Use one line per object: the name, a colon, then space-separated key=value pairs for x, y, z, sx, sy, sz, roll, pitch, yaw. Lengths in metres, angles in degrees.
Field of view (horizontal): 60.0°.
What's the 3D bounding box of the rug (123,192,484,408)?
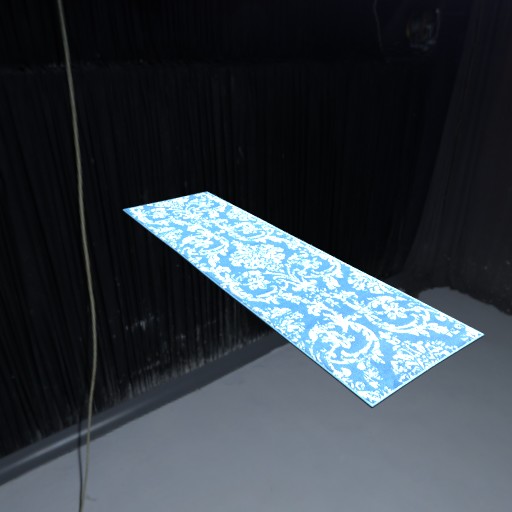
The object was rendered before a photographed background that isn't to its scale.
rug: x=0.000 y=0.000 z=2.384 sx=0.662 sy=0.011 sz=2.196 roll=-18 pitch=32 yaw=-31
